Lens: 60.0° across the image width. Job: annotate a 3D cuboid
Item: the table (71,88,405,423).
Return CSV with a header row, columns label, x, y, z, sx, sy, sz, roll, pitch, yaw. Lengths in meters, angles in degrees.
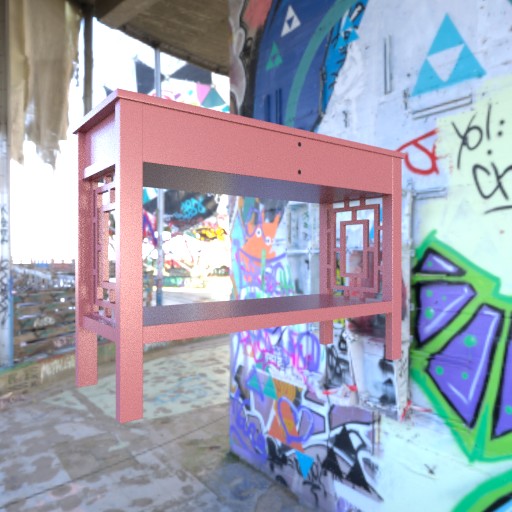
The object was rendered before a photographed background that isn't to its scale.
label,x,y,z,sx,sy,sz,roll,pitch,yaw
table,0.000,0.000,1.465,1.068,0.753,0.397,0,0,-37
